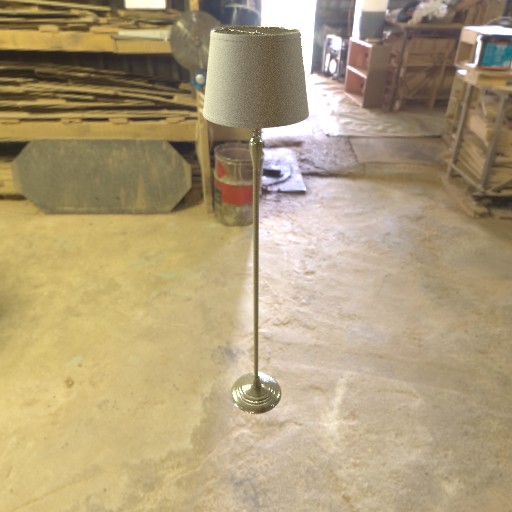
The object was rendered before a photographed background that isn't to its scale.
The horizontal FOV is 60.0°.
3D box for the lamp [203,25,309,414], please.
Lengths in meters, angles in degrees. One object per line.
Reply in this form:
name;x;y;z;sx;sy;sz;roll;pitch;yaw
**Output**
lamp;0.000;0.000;1.650;0.327;1.506;0.327;0;33;0
